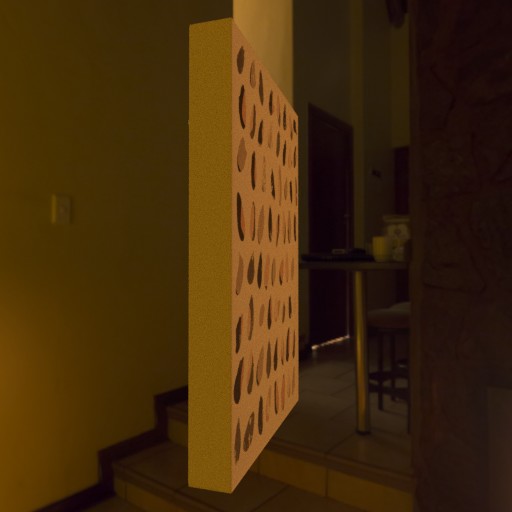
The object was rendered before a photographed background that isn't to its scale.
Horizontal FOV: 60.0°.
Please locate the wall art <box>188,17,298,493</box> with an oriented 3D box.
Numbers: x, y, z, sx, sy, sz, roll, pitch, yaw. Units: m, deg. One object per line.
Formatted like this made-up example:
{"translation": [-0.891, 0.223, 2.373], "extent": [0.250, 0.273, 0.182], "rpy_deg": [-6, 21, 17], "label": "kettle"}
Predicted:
{"translation": [0.000, 0.000, 0.481], "extent": [0.039, 0.381, 0.252], "rpy_deg": [0, -1, 18], "label": "wall art"}
